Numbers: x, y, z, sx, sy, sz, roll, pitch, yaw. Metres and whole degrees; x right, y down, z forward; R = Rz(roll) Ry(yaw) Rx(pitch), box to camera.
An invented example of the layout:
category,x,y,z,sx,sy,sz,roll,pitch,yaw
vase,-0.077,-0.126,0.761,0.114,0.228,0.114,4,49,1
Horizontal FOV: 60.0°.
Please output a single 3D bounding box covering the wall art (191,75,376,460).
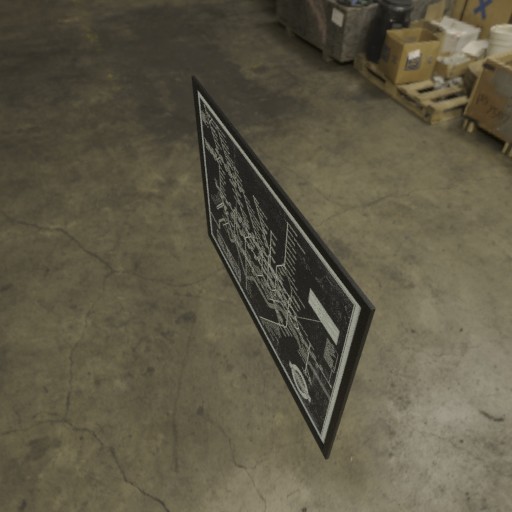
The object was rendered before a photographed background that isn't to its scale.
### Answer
category,x,y,z,sx,sy,sz,roll,pitch,yaw
wall art,0.000,0.000,1.562,0.013,0.811,1.192,-17,48,-16
